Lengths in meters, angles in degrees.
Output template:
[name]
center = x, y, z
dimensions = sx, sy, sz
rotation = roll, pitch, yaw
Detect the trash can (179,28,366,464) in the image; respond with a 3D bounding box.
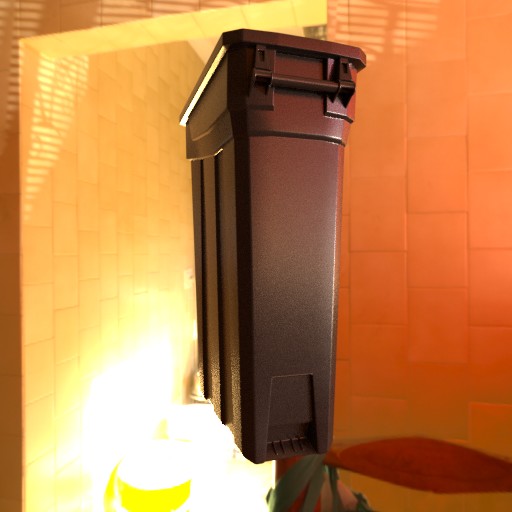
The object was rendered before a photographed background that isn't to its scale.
[trash can]
center = 0.000, 0.000, 1.027
dimensions = 0.281, 0.762, 0.559
rotation = 0, 0, -18
